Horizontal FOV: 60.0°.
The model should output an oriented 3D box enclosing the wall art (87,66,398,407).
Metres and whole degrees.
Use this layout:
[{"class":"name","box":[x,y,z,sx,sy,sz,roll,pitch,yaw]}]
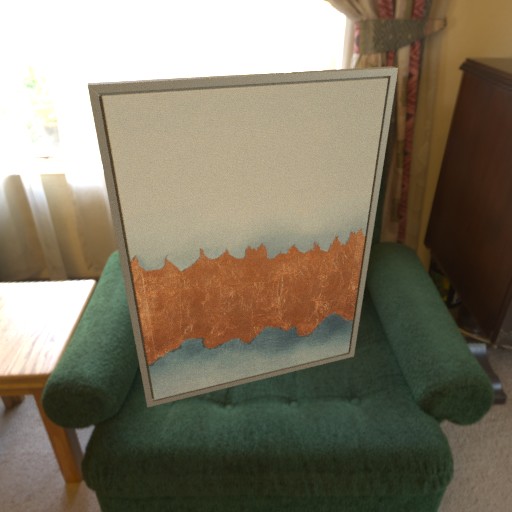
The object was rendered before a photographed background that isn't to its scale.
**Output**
[{"class":"wall art","box":[0.000,0.000,1.360,0.789,1.042,0.034,-10,32,-15]}]
